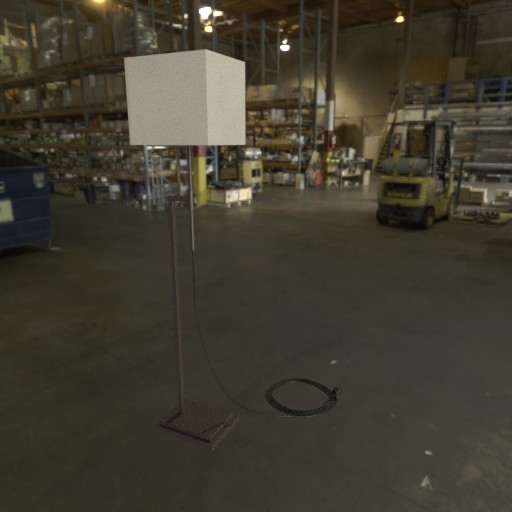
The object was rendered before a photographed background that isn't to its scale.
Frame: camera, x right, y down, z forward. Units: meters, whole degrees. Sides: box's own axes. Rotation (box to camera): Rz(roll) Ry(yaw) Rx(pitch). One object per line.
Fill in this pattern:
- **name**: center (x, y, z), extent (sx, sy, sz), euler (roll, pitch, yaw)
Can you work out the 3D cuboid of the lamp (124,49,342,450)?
- **lamp**: center (0.000, 0.000, 2.011), extent (0.698, 1.600, 0.774), euler (7, 16, 25)
